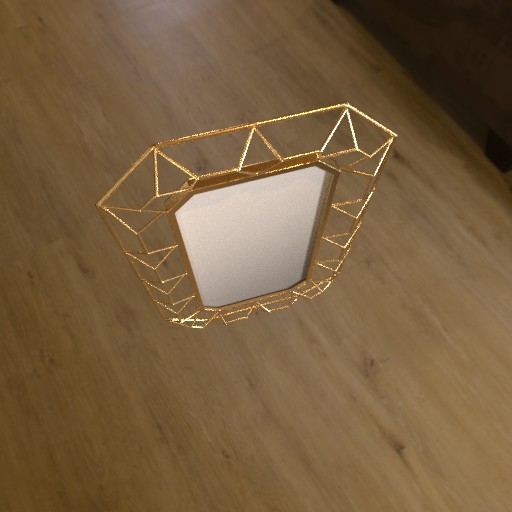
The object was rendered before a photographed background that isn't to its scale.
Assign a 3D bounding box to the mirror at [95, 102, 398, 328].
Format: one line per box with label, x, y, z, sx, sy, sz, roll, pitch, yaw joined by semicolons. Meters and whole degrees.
mirror;0.000;0.000;1.083;0.572;0.870;0.051;-14;65;-7
